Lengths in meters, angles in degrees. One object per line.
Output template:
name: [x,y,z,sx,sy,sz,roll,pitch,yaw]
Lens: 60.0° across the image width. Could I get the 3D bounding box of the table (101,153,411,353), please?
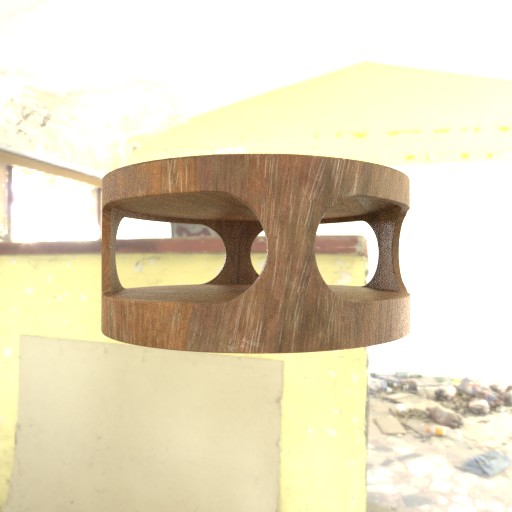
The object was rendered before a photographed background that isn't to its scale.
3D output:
table: [0.000,0.000,1.481,0.974,0.450,0.974,0,-1,0]
